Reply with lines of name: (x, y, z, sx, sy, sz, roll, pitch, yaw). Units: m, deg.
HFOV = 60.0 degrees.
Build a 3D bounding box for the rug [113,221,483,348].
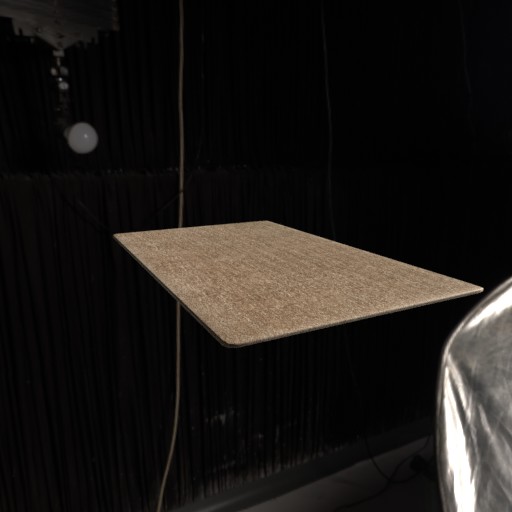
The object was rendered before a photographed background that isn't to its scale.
rug: (0.000, 0.000, 3.127, 1.539, 0.024, 2.469, -7, 16, -27)
